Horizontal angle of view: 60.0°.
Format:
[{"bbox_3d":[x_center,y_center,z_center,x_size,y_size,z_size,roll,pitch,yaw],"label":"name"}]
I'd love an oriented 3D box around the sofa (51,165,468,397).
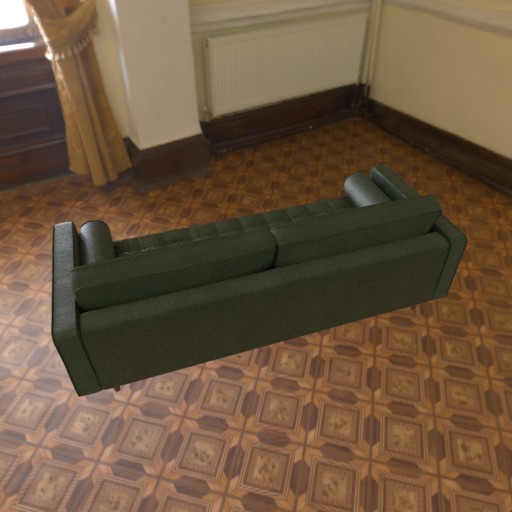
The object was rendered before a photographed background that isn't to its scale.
[{"bbox_3d":[0.000,0.000,2.633,2.199,0.769,0.918,-12,42,-14],"label":"sofa"}]
